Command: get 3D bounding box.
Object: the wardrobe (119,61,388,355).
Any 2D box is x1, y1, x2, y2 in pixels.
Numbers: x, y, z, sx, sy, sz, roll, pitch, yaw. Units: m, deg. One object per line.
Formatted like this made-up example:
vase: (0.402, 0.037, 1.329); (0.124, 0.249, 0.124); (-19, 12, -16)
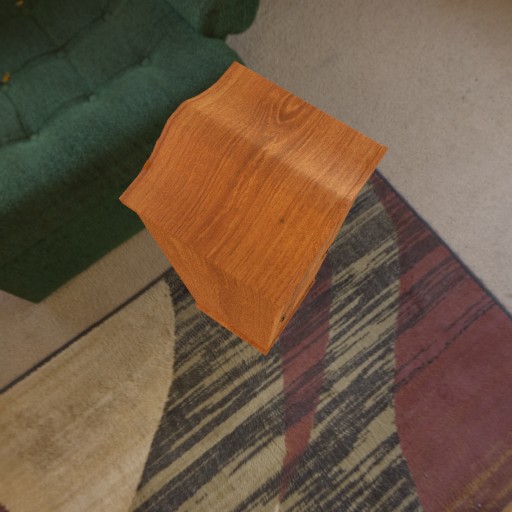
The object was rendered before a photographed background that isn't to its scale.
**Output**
wardrobe: (0.000, 0.000, 2.136); (0.570, 1.870, 0.590); (33, 76, 9)
